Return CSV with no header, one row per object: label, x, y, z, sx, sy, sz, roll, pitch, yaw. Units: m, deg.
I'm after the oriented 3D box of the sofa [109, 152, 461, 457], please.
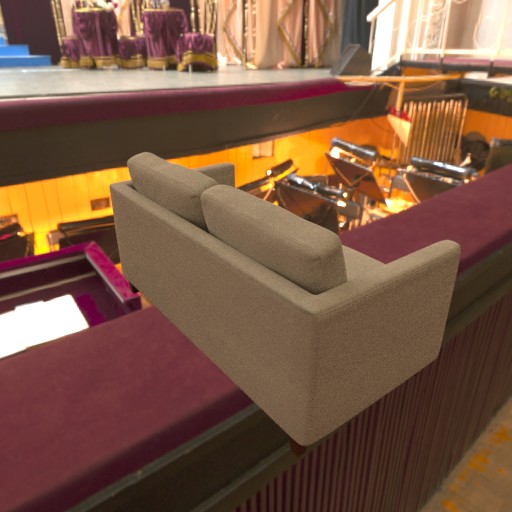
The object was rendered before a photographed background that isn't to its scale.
sofa,0.000,0.000,2.495,0.950,0.963,1.884,-19,32,-33
